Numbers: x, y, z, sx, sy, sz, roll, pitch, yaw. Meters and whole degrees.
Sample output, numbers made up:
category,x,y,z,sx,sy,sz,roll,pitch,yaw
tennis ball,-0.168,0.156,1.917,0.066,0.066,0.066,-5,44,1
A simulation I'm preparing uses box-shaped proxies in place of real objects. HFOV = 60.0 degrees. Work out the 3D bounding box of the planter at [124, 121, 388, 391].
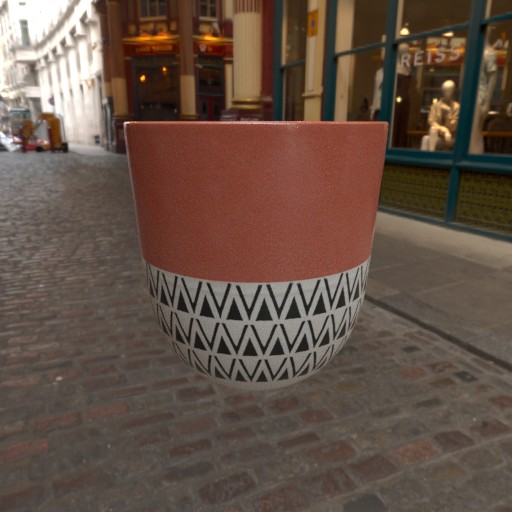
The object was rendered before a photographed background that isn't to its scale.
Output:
category,x,y,z,sx,sy,sz,roll,pitch,yaw
planter,0.000,0.000,0.369,0.195,0.214,0.195,0,17,0
